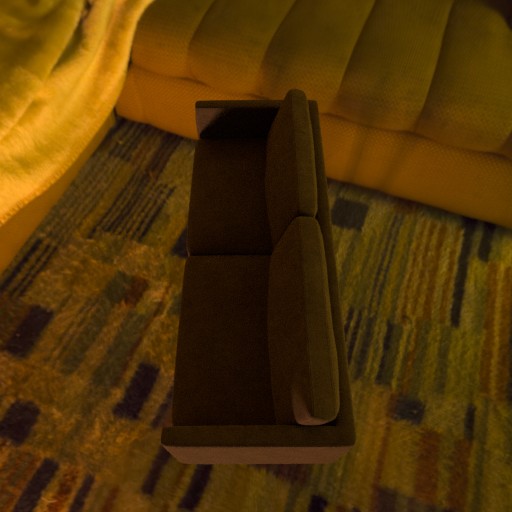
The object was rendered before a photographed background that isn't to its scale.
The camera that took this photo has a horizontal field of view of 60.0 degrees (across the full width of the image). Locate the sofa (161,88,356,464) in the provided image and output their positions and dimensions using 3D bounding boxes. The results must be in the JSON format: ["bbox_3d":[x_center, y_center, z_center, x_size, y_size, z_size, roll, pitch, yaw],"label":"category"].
[{"bbox_3d":[0.000,0.000,2.920,0.951,0.965,2.434,0,58,0],"label":"sofa"}]
